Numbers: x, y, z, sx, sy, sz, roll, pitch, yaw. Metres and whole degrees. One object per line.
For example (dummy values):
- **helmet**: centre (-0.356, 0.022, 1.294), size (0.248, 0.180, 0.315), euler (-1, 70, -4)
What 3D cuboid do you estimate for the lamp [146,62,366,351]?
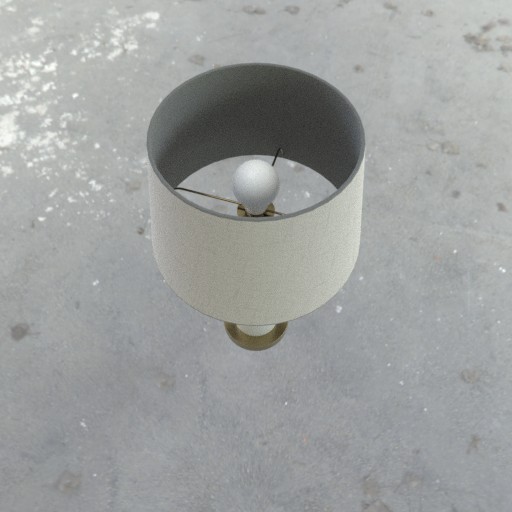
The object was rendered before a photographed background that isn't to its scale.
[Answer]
- **lamp**: centre (0.000, 0.000, 0.731), size (0.309, 0.545, 0.309), euler (0, 59, 0)
